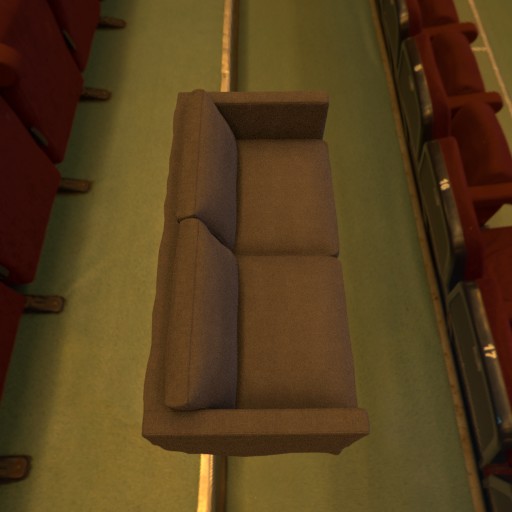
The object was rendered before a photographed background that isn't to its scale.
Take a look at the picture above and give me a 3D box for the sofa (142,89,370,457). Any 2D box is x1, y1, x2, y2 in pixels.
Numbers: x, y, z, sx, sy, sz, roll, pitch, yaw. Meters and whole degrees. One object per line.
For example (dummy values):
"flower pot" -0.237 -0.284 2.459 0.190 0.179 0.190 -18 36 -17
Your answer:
"sofa" 0.000 0.000 2.470 0.953 0.855 1.982 0 61 0
